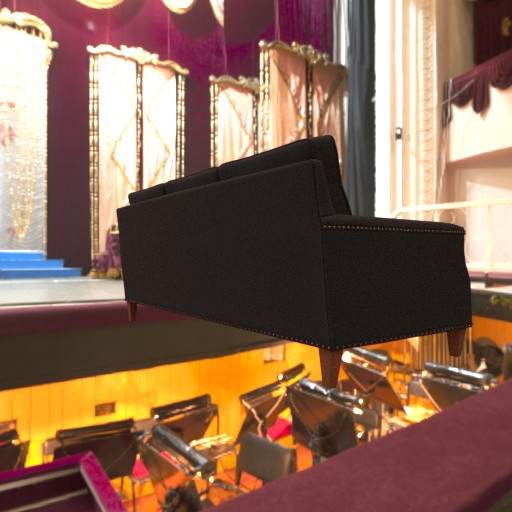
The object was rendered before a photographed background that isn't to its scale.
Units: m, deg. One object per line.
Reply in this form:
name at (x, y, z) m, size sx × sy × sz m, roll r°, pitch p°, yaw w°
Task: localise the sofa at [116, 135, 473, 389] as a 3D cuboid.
sofa at (0.000, 0.000, 2.793) m, size 1.084 × 1.003 × 2.246 m, roll 0°, pitch 0°, yaw -36°
